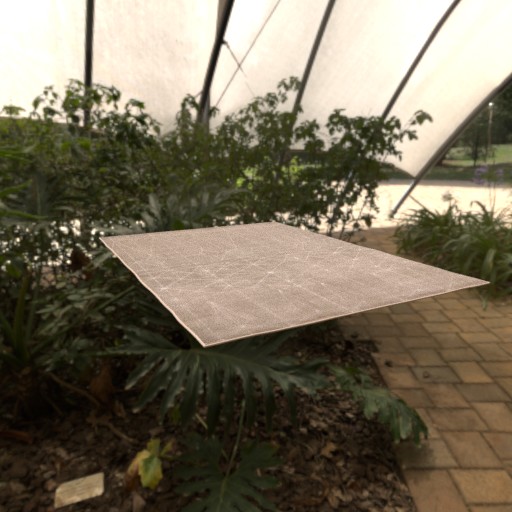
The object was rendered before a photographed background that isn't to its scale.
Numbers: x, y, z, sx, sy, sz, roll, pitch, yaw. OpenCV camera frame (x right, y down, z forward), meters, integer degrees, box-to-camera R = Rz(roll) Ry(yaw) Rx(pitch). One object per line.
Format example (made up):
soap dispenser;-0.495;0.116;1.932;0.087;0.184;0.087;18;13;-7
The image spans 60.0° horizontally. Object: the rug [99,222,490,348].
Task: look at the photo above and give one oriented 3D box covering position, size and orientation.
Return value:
rug;0.000;0.000;4.395;2.449;0.019;3.357;-7;16;-27
